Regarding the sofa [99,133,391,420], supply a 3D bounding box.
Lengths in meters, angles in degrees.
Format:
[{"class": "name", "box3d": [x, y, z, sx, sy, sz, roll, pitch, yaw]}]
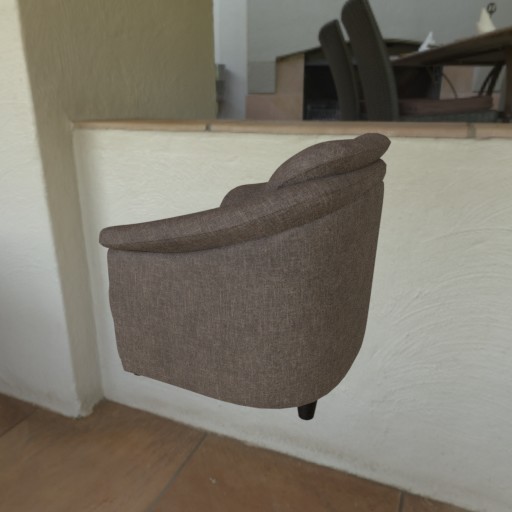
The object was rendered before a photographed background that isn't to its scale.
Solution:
[{"class": "sofa", "box3d": [0.000, 0.000, 1.517, 0.794, 0.811, 0.870, 9, 21, 25]}]
